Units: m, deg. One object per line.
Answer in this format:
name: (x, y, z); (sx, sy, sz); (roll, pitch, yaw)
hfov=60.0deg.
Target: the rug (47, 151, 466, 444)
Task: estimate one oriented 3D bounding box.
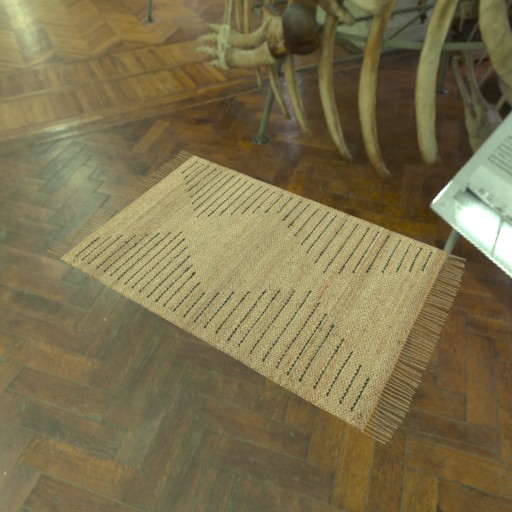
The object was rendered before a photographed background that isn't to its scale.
rug: (0.000, 0.000, 2.509); (2.085, 0.027, 1.224); (25, 51, 22)
